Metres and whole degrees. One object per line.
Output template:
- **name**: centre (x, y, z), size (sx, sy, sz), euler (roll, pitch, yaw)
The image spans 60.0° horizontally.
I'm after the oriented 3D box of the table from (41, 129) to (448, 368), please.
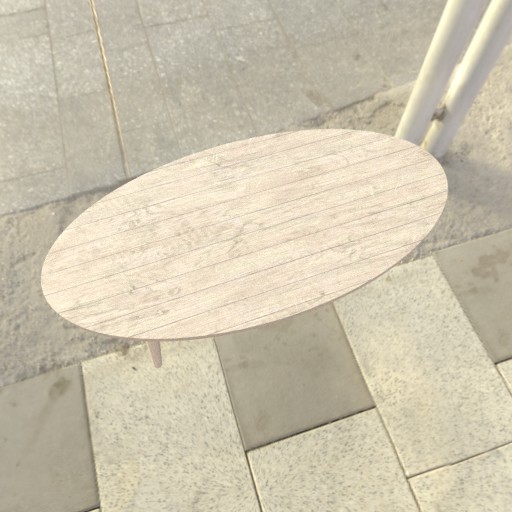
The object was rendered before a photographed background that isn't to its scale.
- **table**: centre (0.000, 0.000, 1.311), size (1.083, 0.390, 0.542), euler (-18, 64, -9)
